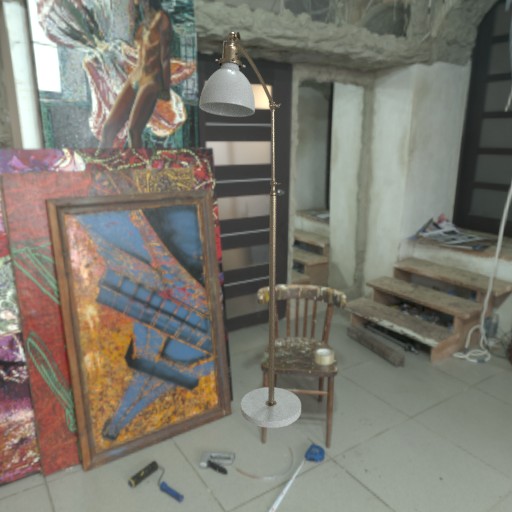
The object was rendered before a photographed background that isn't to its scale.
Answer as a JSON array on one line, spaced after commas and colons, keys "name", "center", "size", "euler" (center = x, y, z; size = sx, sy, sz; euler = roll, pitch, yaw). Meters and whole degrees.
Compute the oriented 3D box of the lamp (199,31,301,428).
[{"name": "lamp", "center": [0.000, 0.000, 1.788], "size": [0.288, 1.586, 0.599], "euler": [7, 16, 26]}]
